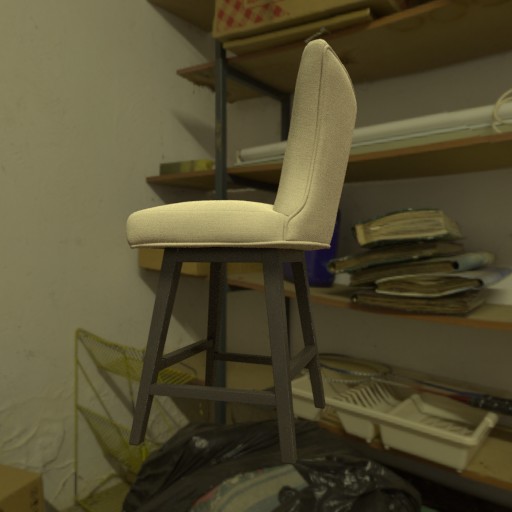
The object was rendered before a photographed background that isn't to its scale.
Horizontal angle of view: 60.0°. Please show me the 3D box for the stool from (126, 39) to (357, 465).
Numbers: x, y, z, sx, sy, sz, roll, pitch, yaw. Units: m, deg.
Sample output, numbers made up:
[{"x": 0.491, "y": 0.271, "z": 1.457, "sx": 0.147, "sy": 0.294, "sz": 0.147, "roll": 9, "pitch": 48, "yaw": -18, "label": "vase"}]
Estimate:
[{"x": 0.000, "y": 0.000, "z": 1.319, "sx": 0.574, "sy": 1.000, "sz": 0.514, "roll": 0, "pitch": 0, "yaw": 18, "label": "stool"}]
